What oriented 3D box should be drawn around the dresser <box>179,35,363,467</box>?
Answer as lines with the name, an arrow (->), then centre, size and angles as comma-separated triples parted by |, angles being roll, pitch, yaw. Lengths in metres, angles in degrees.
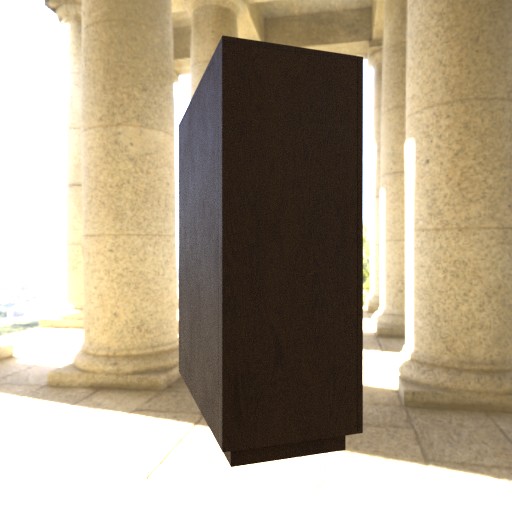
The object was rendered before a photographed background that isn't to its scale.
dresser -> 0.000, 0.000, 1.859 | 0.516, 1.320, 0.964 | 0, 0, -18
